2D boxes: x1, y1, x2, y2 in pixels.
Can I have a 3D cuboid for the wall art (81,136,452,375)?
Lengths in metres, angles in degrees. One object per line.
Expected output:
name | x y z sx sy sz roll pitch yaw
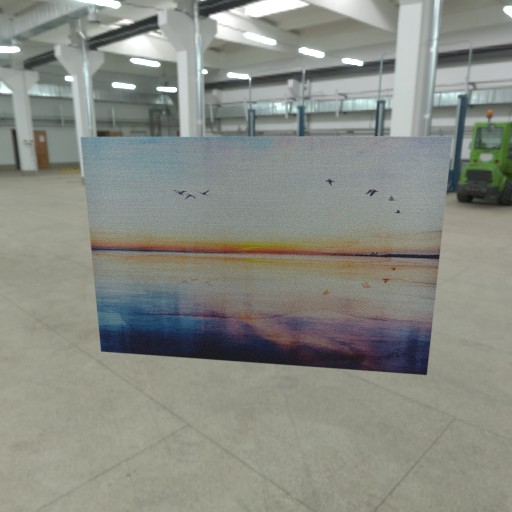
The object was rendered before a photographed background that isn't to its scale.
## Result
wall art | 0.000 0.000 0.773 0.604 0.402 0.018 2 15 8
